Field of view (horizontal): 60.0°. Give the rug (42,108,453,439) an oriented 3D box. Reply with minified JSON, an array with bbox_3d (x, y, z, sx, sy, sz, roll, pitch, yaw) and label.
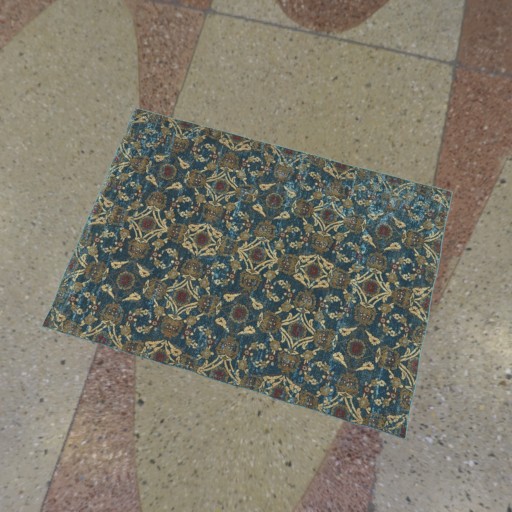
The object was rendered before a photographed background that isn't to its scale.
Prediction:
[{"bbox_3d":[0.000,0.000,2.764,2.207,0.014,1.567,16,75,4],"label":"rug"}]
